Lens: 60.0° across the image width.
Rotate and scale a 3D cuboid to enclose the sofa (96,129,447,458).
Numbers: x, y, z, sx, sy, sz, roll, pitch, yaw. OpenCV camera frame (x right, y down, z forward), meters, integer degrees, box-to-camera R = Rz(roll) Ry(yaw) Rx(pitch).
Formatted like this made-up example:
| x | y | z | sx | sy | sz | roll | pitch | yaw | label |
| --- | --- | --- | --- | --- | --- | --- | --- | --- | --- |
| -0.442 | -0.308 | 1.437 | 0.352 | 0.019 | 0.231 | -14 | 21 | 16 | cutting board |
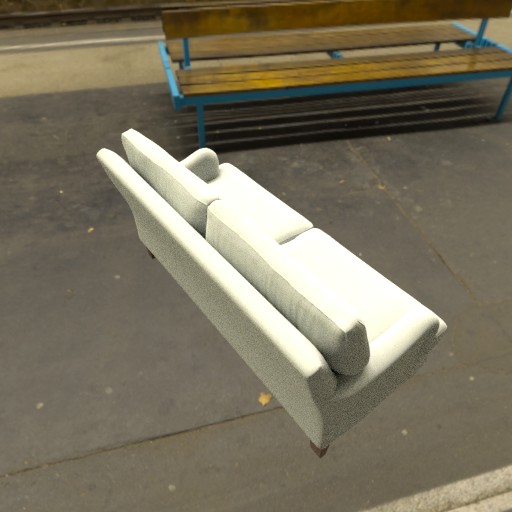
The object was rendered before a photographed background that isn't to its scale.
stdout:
| x | y | z | sx | sy | sz | roll | pitch | yaw | label |
| --- | --- | --- | --- | --- | --- | --- | --- | --- | --- |
| 0.000 | 0.000 | 2.801 | 1.069 | 1.096 | 2.193 | -26 | 48 | -26 | sofa |
